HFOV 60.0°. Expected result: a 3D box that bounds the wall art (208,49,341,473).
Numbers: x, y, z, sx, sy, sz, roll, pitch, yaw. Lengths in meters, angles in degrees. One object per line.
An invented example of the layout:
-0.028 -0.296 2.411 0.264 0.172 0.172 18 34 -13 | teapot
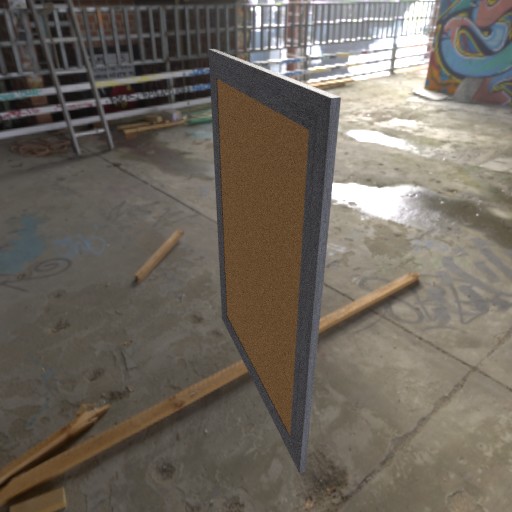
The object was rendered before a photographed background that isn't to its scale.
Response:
0.000 0.000 1.348 0.020 1.070 0.768 -11 33 -18 | wall art
